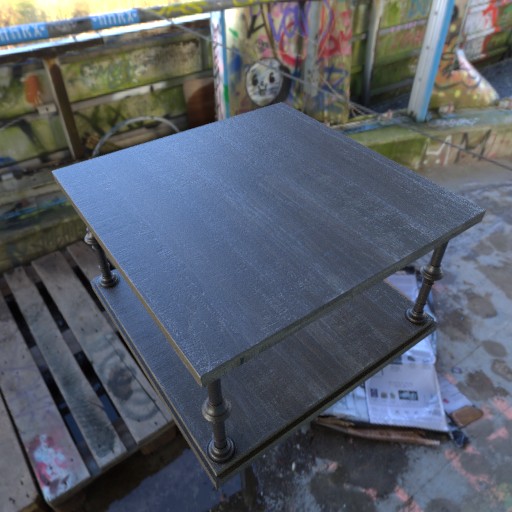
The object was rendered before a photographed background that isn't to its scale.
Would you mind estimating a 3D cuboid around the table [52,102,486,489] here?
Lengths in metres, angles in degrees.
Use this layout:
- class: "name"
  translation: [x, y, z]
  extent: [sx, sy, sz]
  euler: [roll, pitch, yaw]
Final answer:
- class: "table"
  translation: [0.000, 0.000, 1.127]
  extent: [0.696, 0.400, 0.696]
  euler: [-26, 48, -26]
